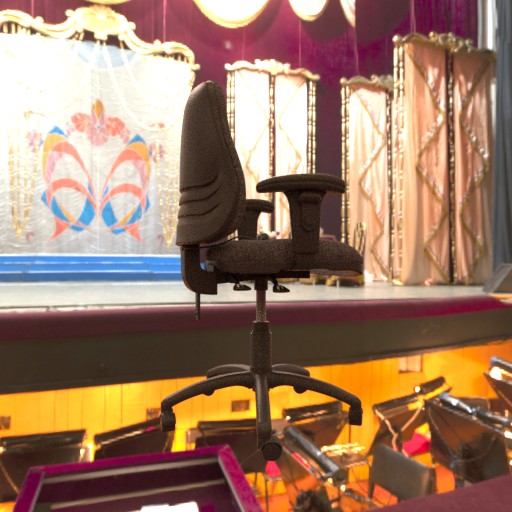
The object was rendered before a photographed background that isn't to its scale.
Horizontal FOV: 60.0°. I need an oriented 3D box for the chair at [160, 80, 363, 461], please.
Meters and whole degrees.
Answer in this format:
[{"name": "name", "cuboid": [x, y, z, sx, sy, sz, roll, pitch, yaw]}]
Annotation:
[{"name": "chair", "cuboid": [0.000, 0.000, 1.247, 0.530, 0.910, 0.550, 0, 0, -19]}]
